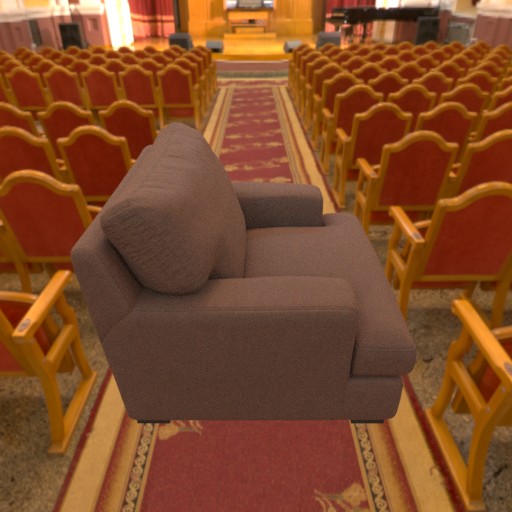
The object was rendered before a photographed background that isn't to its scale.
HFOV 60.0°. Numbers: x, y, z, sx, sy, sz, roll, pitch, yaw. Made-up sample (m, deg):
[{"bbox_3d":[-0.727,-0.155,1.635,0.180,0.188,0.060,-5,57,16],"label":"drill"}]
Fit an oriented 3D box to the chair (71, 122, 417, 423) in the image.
[{"bbox_3d":[0.000,0.000,1.964,1.143,0.940,1.168,0,31,0],"label":"chair"}]
